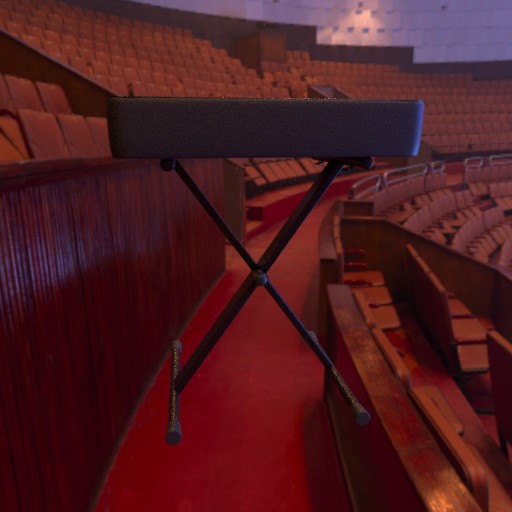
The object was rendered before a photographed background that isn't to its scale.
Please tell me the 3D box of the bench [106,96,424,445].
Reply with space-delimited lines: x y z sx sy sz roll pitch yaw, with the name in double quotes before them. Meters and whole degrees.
"bench" 0.000 0.000 0.780 0.424 0.500 0.321 -2 15 -9
